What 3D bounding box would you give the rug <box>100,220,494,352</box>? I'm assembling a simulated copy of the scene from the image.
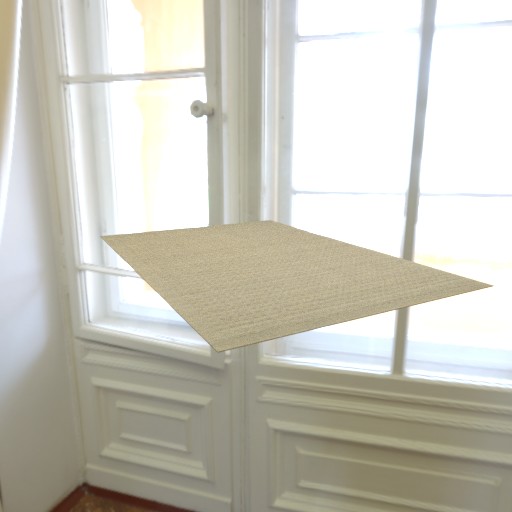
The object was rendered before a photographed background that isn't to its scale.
[{"bbox_3d":[0.000,0.000,3.682,1.981,0.006,2.895,-8,16,-28],"label":"rug"}]
